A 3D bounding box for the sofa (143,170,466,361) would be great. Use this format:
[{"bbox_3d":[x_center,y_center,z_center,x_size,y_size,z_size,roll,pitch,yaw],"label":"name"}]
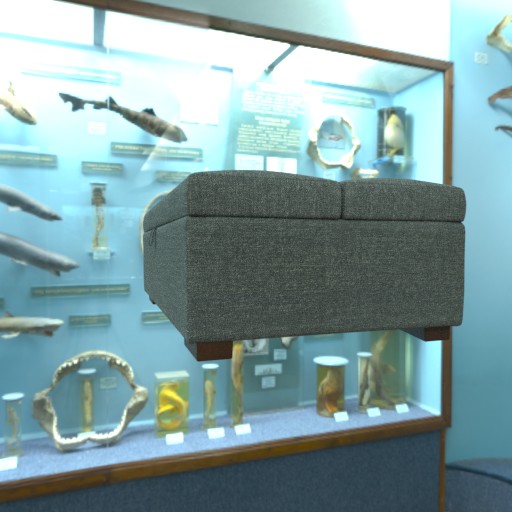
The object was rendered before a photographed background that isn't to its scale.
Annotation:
[{"bbox_3d":[0.000,0.000,1.603,0.782,0.417,1.198,0,1,-18],"label":"sofa"}]
